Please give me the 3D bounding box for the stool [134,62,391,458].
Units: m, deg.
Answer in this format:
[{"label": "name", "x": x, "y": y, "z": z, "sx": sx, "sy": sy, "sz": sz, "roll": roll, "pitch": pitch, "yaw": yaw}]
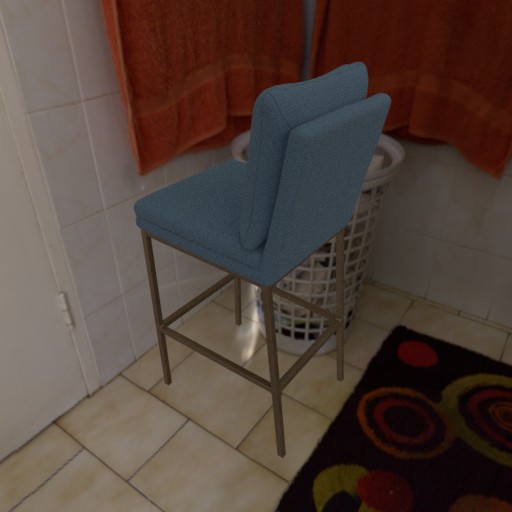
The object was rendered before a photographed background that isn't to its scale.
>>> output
[{"label": "stool", "x": 0.000, "y": 0.000, "z": 1.403, "sx": 0.568, "sy": 1.124, "sz": 0.463, "roll": 22, "pitch": 38, "yaw": 31}]
